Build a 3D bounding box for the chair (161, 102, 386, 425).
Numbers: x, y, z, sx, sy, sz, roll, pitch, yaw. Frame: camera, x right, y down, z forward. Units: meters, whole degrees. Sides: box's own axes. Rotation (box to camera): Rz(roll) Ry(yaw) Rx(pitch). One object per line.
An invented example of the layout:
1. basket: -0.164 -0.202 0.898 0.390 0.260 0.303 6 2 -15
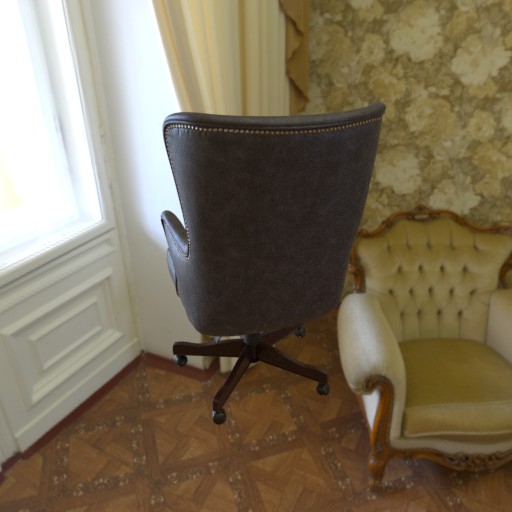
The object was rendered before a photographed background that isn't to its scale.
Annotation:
1. chair: 0.000 0.000 1.502 0.594 1.037 0.717 -9 28 -17
